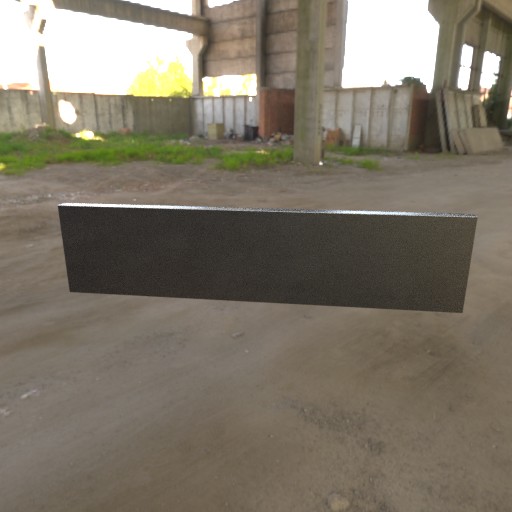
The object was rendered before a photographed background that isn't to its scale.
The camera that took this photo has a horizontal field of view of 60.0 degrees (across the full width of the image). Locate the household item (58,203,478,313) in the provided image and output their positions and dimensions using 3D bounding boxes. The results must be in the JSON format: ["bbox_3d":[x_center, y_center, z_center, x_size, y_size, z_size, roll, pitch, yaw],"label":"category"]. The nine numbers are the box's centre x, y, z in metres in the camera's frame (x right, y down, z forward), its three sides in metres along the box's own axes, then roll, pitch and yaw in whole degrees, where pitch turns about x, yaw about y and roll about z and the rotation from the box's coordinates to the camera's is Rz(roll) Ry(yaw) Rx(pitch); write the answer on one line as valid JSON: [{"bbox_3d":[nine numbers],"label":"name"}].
[{"bbox_3d":[0.000,0.000,1.101,1.001,0.236,0.030,2,18,7],"label":"household item"}]
